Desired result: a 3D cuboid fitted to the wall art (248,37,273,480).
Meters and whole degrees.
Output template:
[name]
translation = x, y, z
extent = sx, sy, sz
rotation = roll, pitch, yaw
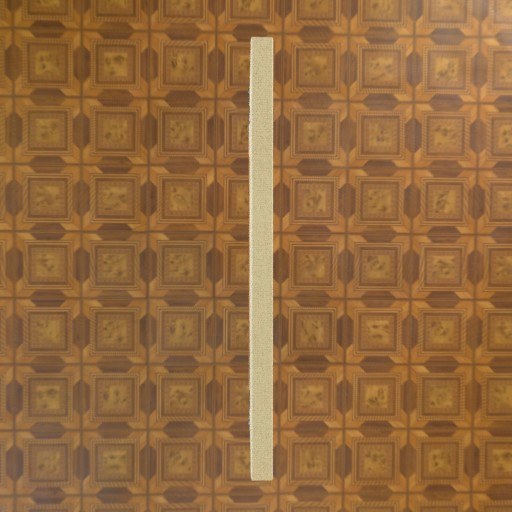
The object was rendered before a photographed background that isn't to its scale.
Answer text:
[wall art]
translation = 0.000, 0.000, 0.607
extent = 0.023, 0.405, 0.405
rotation = 0, 91, -1
